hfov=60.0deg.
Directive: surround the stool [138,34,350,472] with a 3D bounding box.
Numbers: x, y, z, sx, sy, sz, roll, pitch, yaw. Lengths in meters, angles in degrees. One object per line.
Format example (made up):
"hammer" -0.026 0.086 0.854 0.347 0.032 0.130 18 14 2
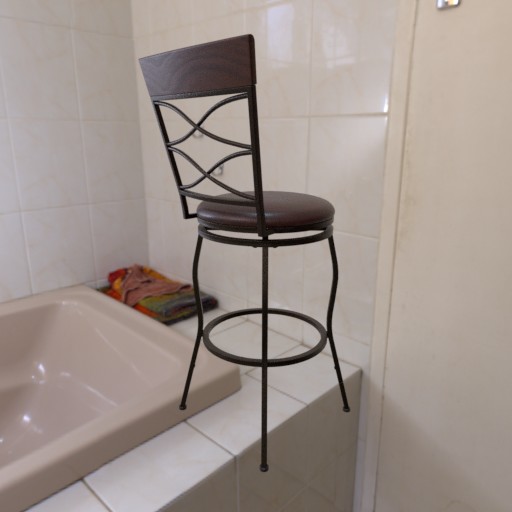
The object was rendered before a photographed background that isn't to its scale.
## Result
"stool" 0.000 0.000 1.374 0.513 1.130 0.448 -14 21 -42
